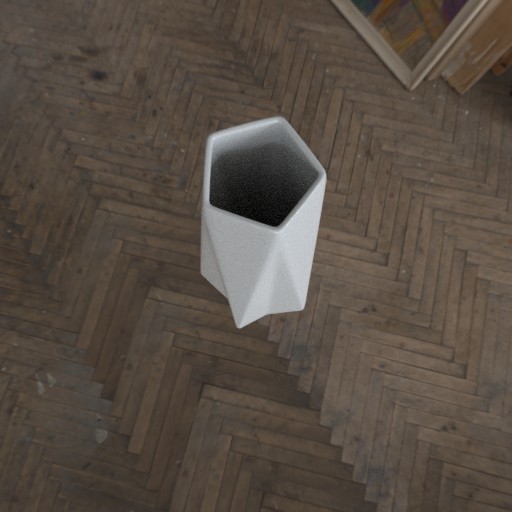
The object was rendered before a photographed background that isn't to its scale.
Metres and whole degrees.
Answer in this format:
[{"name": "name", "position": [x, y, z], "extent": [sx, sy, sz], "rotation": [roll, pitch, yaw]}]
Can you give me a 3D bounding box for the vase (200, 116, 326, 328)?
[{"name": "vase", "position": [0.000, 0.000, 0.393], "extent": [0.122, 0.329, 0.116], "rotation": [19, 77, 5]}]
